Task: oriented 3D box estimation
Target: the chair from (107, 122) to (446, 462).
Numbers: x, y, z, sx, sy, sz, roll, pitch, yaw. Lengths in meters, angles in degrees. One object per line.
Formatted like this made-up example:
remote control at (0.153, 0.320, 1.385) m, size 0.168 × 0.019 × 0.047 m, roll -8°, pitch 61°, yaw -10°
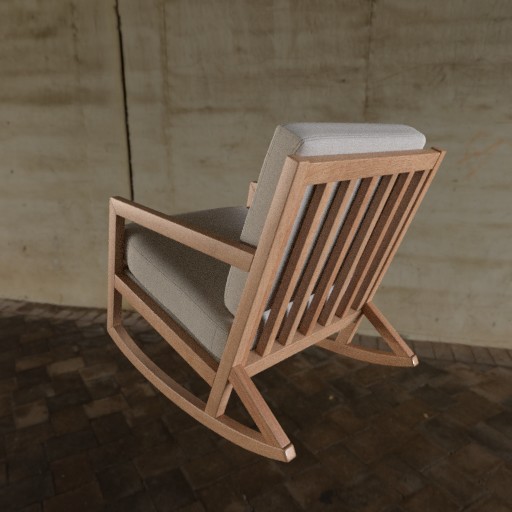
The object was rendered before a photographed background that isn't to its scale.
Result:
chair at (0.000, 0.000, 1.387) m, size 0.622 × 0.790 × 0.857 m, roll -15°, pitch 22°, yaw -42°
